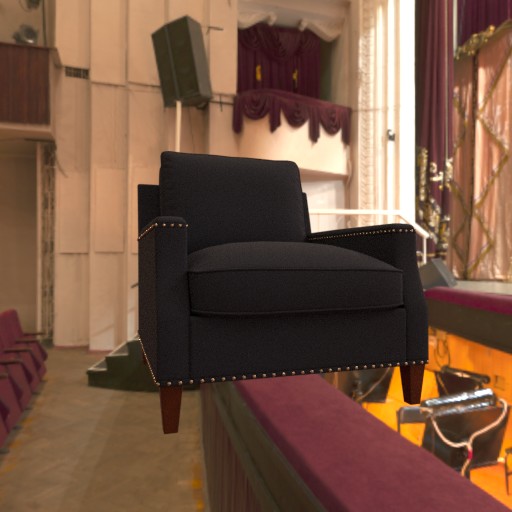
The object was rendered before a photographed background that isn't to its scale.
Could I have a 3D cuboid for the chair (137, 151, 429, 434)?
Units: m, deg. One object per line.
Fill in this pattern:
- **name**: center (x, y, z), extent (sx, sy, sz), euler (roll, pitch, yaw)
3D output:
- **chair**: center (0.000, 0.000, 1.720), extent (0.853, 0.943, 1.014), euler (0, -1, -18)
